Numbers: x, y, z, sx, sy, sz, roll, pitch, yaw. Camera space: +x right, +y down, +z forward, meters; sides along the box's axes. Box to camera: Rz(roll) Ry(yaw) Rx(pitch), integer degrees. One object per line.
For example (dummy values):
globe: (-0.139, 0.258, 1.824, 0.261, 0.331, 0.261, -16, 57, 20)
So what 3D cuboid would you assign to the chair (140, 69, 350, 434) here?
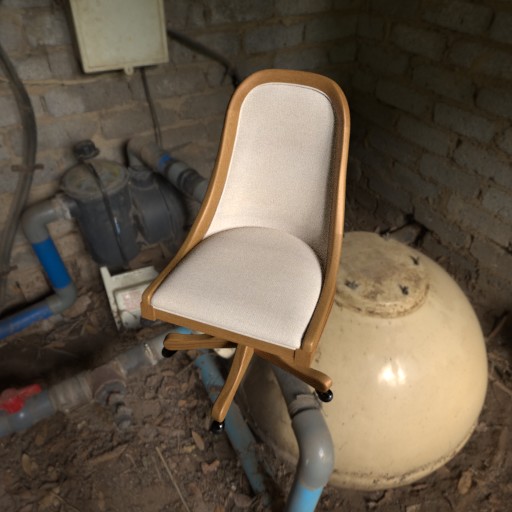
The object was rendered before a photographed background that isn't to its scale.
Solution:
chair: (0.000, 0.000, 1.519, 0.702, 1.009, 0.811, 14, 41, 16)
